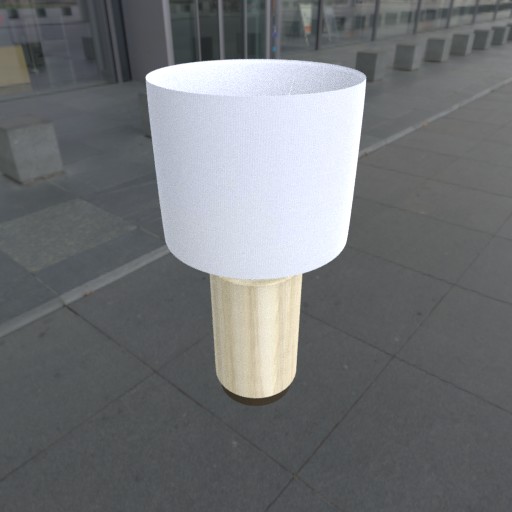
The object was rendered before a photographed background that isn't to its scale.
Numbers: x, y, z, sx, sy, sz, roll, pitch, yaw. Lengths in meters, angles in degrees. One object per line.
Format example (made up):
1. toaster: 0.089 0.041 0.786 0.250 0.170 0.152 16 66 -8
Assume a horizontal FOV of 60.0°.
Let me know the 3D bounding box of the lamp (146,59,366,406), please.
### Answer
1. lamp: 0.000 0.000 0.578 0.228 0.444 0.228 -20 36 -29
